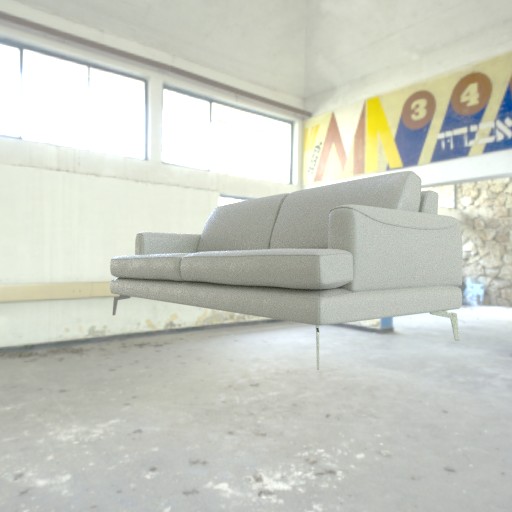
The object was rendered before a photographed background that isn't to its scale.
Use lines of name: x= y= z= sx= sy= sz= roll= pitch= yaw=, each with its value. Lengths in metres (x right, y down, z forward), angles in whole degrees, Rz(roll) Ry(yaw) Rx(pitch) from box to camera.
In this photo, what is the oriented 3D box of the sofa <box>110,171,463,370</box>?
sofa: x=0.000 y=0.000 z=2.461 sx=0.974 sy=0.765 sz=1.940 roll=1 pitch=-1 yaw=-38
